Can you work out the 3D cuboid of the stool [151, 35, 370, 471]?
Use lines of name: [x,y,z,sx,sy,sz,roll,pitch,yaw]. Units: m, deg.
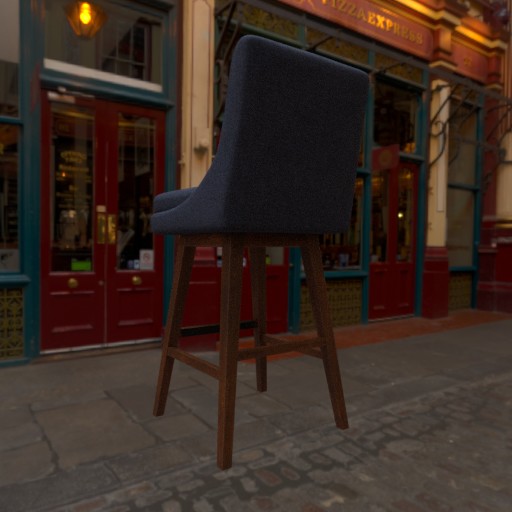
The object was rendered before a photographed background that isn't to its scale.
stool: [0.000,0.000,1.386,0.489,1.068,0.572,-1,2,-35]
